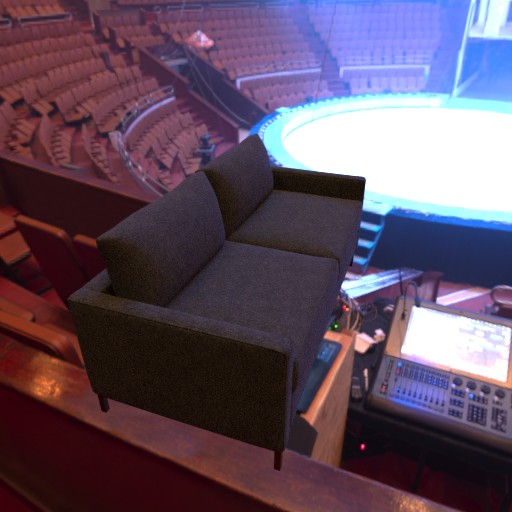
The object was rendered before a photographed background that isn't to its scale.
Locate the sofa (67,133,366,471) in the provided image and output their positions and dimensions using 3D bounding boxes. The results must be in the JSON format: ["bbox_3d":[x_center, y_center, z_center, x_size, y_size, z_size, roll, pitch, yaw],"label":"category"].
[{"bbox_3d":[0.000,0.000,2.263,0.866,0.862,1.716,10,32,18],"label":"sofa"}]
